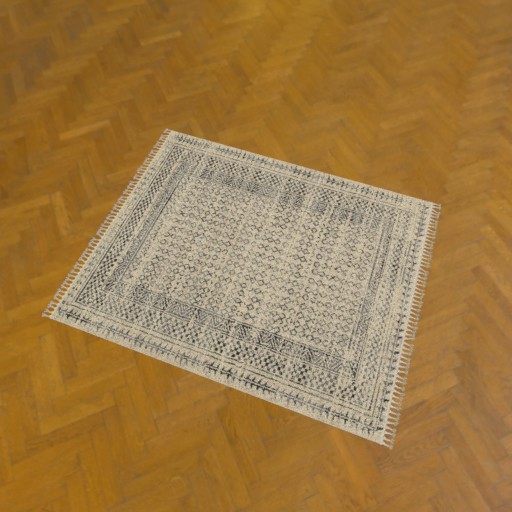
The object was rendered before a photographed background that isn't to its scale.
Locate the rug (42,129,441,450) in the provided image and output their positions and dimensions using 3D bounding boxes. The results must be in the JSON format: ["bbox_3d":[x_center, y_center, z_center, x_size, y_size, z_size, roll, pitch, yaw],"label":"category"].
[{"bbox_3d":[0.000,0.000,3.932,2.940,0.013,2.312,18,61,10],"label":"rug"}]
